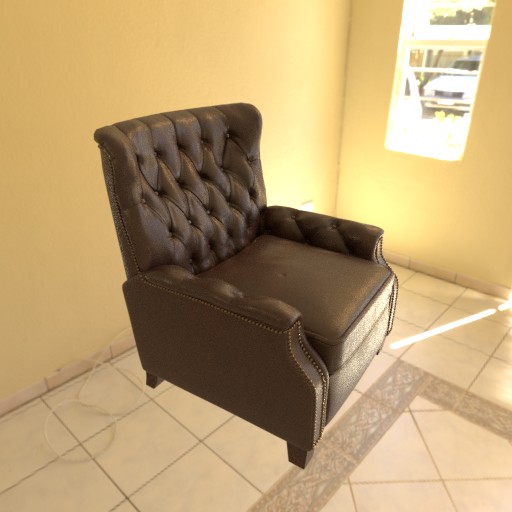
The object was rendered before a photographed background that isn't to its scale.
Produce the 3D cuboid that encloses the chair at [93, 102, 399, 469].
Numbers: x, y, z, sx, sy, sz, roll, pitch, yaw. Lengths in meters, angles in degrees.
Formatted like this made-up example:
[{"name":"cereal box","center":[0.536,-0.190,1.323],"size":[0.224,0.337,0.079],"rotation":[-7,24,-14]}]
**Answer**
[{"name":"chair","center":[0.000,0.000,1.472],"size":[0.823,0.864,0.709],"rotation":[16,31,30]}]
